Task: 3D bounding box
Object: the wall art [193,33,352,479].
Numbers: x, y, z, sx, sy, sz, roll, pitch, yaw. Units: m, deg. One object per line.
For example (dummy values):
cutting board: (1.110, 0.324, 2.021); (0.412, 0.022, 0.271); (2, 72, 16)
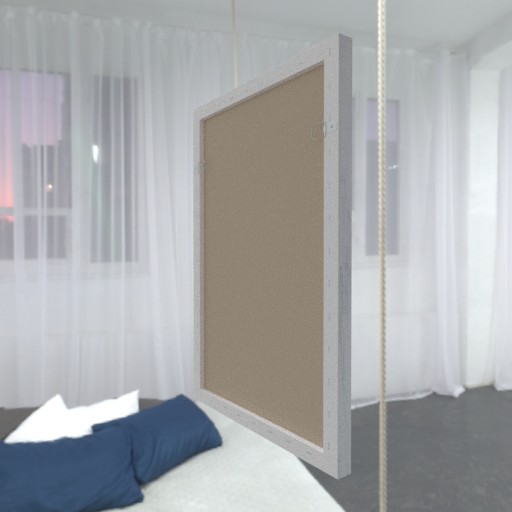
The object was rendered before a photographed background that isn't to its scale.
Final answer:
wall art: (0.000, 0.000, 1.169); (0.043, 0.914, 0.624); (-1, 1, -36)
